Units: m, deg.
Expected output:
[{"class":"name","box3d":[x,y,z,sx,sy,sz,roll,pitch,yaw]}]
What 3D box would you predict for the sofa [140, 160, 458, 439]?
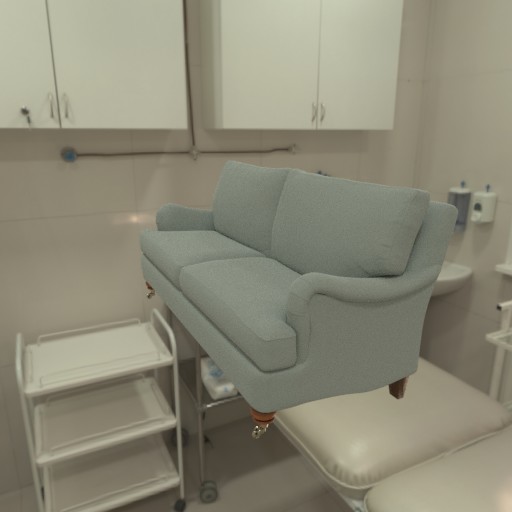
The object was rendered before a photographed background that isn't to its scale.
[{"class":"sofa","box3d":[0.000,0.000,2.866,1.069,1.096,2.193,-8,18,-26]}]
